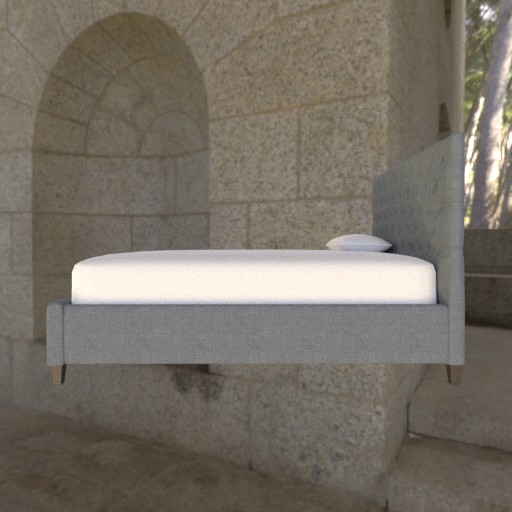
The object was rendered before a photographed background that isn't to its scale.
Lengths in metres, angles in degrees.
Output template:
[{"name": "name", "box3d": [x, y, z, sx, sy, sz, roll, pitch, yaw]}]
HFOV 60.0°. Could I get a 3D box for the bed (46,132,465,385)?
[{"name": "bed", "box3d": [0.000, 0.000, 3.285, 2.335, 1.411, 1.698, 0, 1, 0]}]
